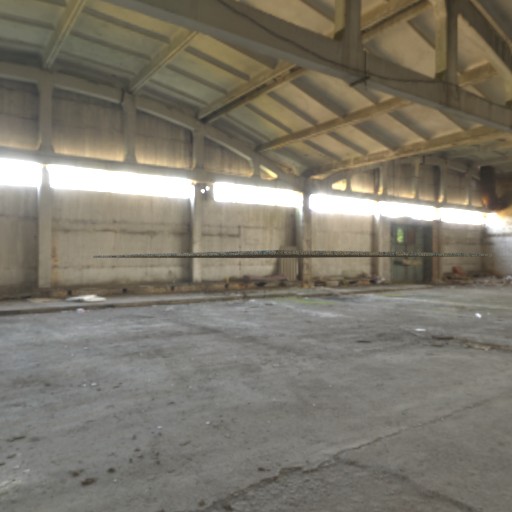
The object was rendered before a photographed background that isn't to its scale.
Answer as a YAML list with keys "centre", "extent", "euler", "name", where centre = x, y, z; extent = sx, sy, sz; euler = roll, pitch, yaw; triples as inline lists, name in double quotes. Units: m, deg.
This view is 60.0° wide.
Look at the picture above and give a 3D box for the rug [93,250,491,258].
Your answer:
- centre: [0.000, 0.000, 3.042]
  extent: [1.524, 0.015, 2.439]
  euler: [0, -1, -35]
  name: "rug"
